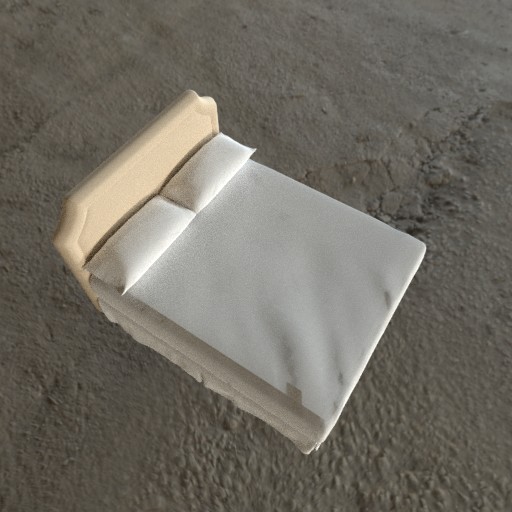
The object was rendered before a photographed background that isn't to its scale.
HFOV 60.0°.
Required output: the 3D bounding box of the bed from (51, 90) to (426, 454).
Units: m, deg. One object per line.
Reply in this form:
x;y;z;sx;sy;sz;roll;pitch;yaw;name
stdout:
0.000;0.000;3.972;2.548;1.524;2.134;29;62;17;bed
